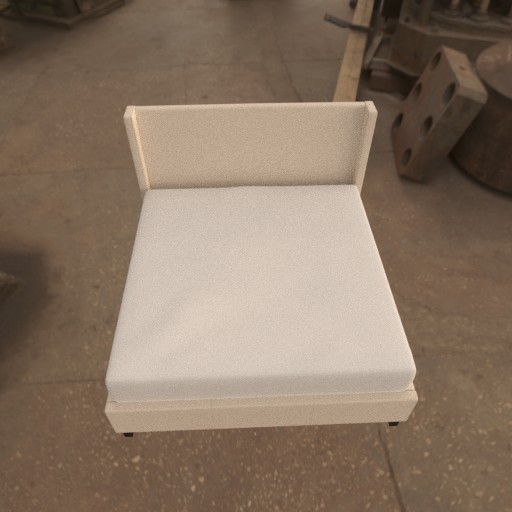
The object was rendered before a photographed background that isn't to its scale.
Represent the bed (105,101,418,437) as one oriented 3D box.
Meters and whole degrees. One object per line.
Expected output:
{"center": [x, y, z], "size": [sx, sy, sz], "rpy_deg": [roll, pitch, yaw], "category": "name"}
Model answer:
{"center": [0.000, 0.000, 3.580], "size": [2.145, 1.471, 2.293], "rpy_deg": [-2, 46, -2], "category": "bed"}
